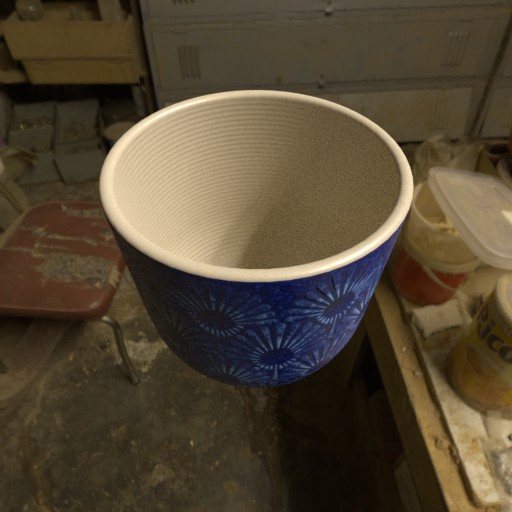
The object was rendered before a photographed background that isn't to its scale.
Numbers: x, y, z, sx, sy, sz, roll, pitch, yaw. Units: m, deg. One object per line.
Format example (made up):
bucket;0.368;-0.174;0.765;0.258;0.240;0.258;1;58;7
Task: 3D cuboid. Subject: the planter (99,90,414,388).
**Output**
planter;0.000;0.000;0.300;0.170;0.153;0.170;0;47;0
